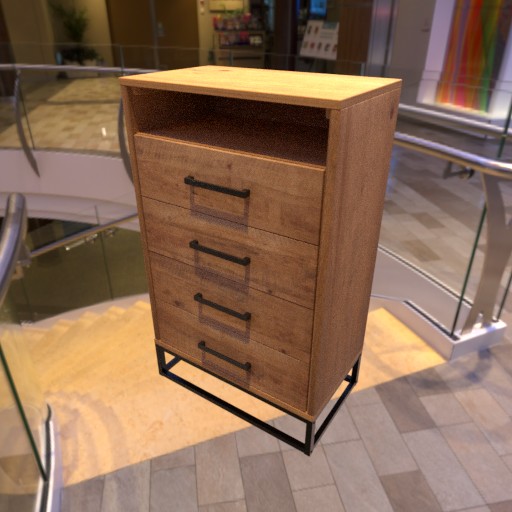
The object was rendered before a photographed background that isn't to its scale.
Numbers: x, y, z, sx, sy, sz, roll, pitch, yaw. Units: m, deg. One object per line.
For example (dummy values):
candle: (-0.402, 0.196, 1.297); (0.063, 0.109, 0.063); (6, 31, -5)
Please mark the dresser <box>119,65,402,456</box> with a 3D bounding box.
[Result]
dresser: (0.000, 0.000, 1.658); (0.761, 1.240, 0.479); (18, 33, 29)
